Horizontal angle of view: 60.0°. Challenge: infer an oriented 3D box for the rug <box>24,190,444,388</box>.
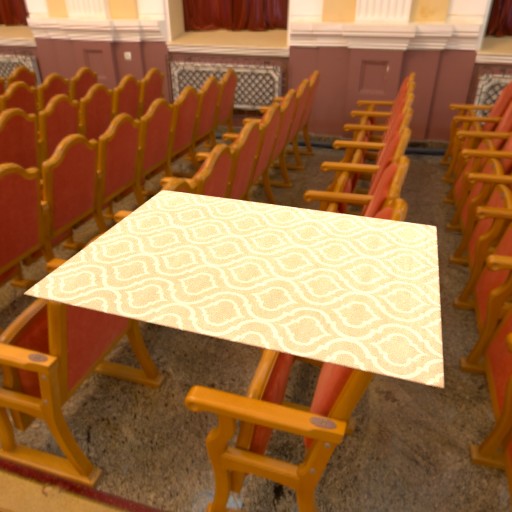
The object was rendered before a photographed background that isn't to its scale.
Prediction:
[{"bbox_3d":[0.000,0.000,4.298,3.353,0.010,2.438,9,32,16],"label":"rug"}]
